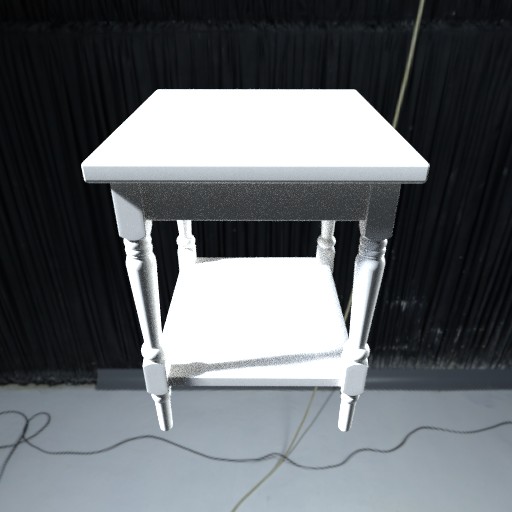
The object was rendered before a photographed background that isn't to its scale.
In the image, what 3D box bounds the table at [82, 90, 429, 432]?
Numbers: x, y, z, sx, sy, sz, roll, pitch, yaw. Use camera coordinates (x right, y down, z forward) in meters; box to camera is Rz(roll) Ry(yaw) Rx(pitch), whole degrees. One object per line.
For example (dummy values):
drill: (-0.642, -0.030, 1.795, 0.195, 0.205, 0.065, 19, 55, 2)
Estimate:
table: (0.000, 0.000, 0.913, 0.442, 0.565, 0.488, 0, 31, 0)
